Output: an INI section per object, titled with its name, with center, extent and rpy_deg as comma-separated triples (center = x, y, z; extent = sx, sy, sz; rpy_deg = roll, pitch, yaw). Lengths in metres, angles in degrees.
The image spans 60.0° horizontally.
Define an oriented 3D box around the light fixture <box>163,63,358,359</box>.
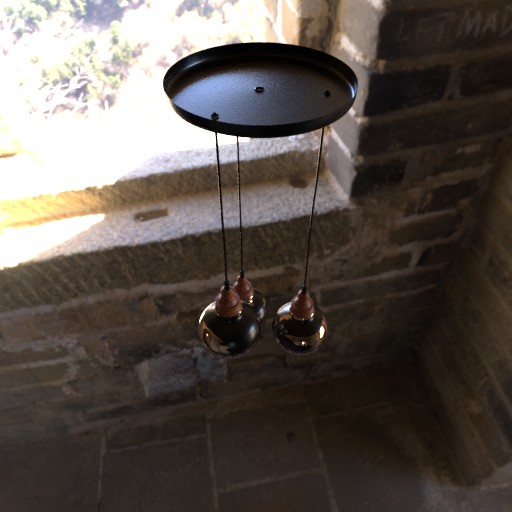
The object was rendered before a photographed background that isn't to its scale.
[light fixture]
center = 0.000, 0.000, 1.758
extent = 0.608, 1.410, 0.605
rpy_deg = 25, 50, 23
